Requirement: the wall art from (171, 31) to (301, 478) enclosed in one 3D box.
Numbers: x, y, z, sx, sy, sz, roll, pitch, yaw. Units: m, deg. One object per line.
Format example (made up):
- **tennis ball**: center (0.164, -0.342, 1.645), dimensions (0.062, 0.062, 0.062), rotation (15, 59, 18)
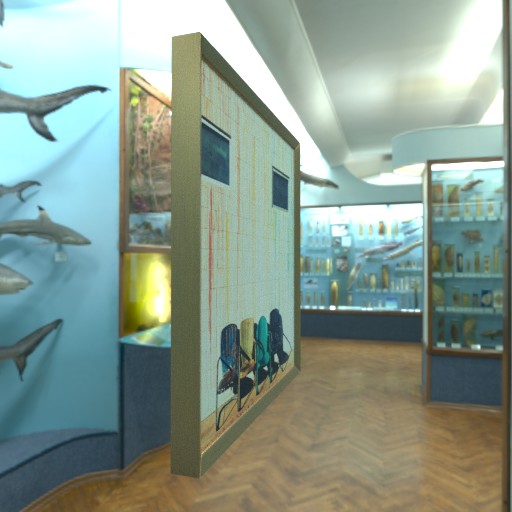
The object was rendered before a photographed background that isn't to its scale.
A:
- **wall art**: center (0.000, 0.000, 0.745), dimensions (0.037, 0.505, 0.505), rotation (0, -1, 19)
